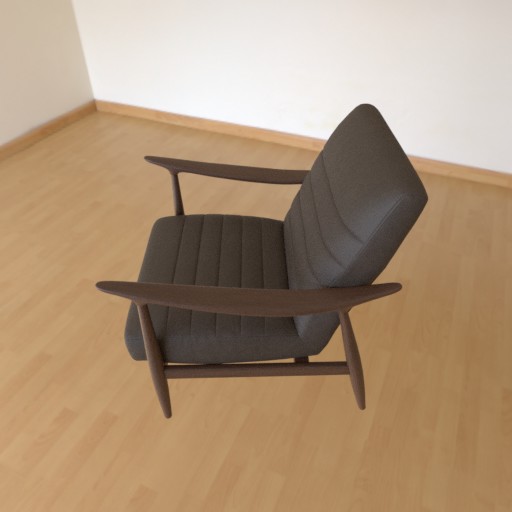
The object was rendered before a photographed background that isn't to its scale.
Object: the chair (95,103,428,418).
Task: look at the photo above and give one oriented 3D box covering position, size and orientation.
[{"bbox_3d":[0.000,0.000,1.462,0.798,0.831,0.741,-1,40,-1],"label":"chair"}]
